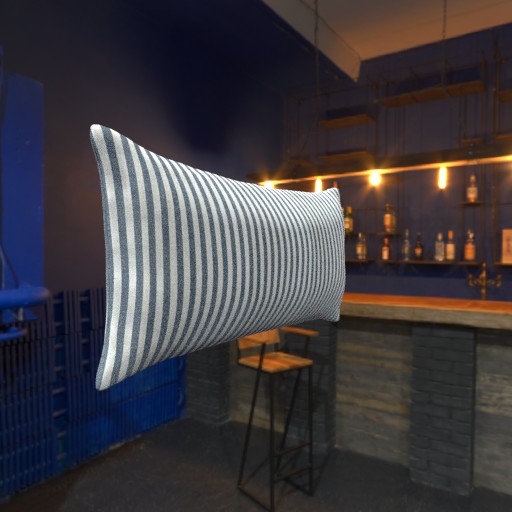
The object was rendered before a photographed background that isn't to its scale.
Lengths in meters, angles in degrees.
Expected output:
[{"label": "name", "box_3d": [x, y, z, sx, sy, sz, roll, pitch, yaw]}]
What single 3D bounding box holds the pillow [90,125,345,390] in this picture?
[{"label": "pillow", "box_3d": [0.000, 0.000, 0.735, 0.151, 0.295, 0.617, 1, 1, 36]}]
